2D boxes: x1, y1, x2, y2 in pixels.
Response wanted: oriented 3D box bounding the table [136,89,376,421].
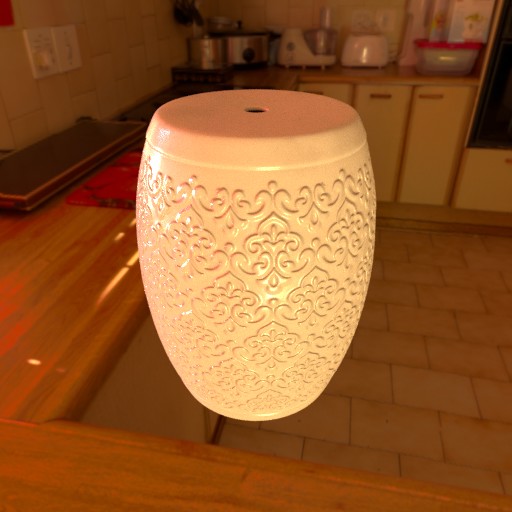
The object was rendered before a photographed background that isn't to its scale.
[{"bbox_3d":[0.000,0.000,0.610,0.309,0.397,0.309,0,31,0],"label":"table"}]
